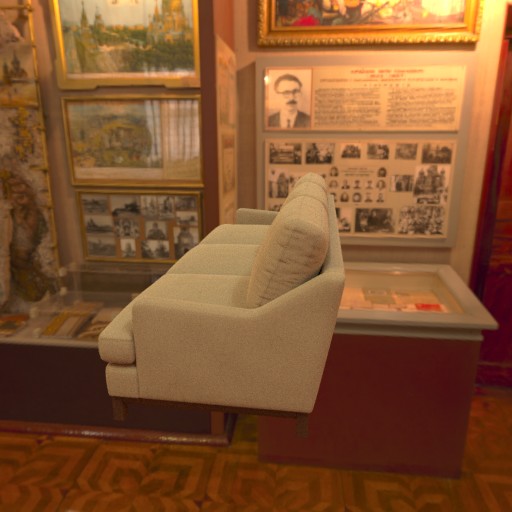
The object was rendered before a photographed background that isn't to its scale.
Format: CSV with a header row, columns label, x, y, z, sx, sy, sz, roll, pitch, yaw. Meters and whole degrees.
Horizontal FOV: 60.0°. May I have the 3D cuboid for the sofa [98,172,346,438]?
label,x,y,z,sx,sy,sz,roll,pitch,yaw
sofa,0.000,0.000,2.836,1.000,0.913,2.321,2,16,8
